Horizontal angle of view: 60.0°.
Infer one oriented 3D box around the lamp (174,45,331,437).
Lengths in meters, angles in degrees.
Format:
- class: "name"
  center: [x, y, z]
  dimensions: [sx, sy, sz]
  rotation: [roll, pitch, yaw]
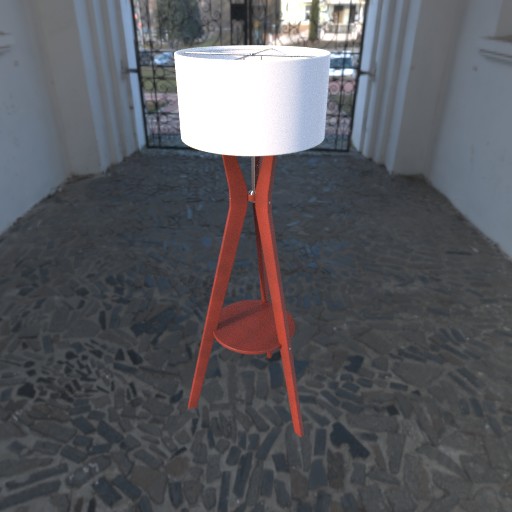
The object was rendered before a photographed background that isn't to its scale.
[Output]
- class: "lamp"
  center: [0.000, 0.000, 1.746]
  dimensions: [0.539, 1.472, 0.542]
  rotation: [9, 31, 15]
